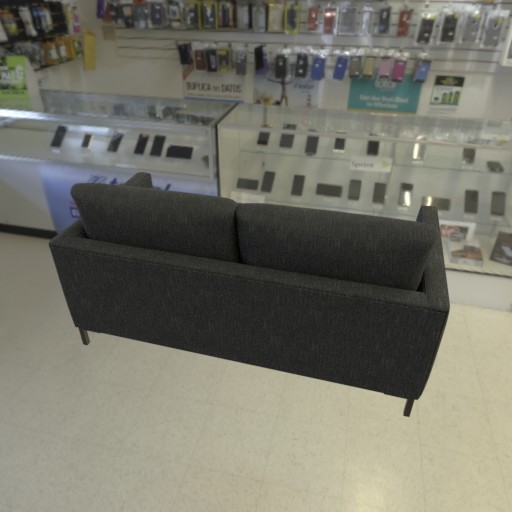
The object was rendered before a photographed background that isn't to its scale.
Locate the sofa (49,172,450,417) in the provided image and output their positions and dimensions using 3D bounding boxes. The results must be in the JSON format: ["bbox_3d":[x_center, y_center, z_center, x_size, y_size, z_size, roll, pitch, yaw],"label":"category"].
[{"bbox_3d":[0.000,0.000,2.220,1.716,0.862,0.866,9,34,13],"label":"sofa"}]
